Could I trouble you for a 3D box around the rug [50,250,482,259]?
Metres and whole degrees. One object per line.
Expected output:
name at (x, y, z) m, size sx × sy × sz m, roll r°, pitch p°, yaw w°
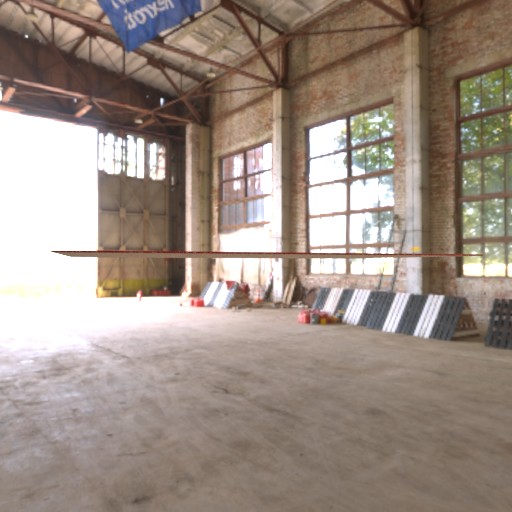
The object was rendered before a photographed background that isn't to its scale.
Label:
rug at (0.000, 0.000, 3.049) m, size 2.442 × 0.010 × 1.531 m, roll 0°, pitch -1°, yaw -20°
